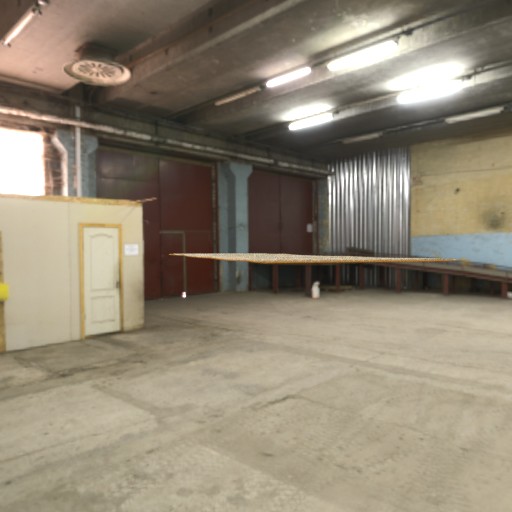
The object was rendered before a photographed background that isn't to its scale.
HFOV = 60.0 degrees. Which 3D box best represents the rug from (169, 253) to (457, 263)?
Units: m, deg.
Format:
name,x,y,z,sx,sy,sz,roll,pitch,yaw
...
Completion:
name,x,y,z,sx,sy,sz,roll,pitch,yaw
rug,0.000,0.000,2.482,0.704,0.014,2.294,0,1,-18
